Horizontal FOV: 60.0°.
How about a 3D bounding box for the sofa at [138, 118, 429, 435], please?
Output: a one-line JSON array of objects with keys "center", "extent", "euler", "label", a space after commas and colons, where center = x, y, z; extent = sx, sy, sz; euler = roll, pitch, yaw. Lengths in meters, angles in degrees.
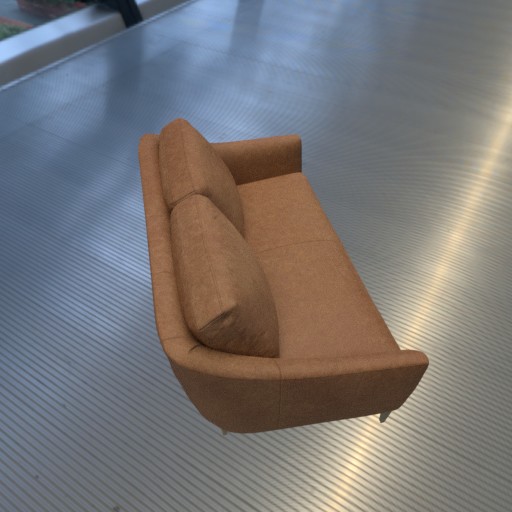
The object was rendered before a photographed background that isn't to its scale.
[{"center": [0.000, 0.000, 2.175], "extent": [0.960, 0.902, 1.619], "euler": [-10, 46, -10], "label": "sofa"}]
